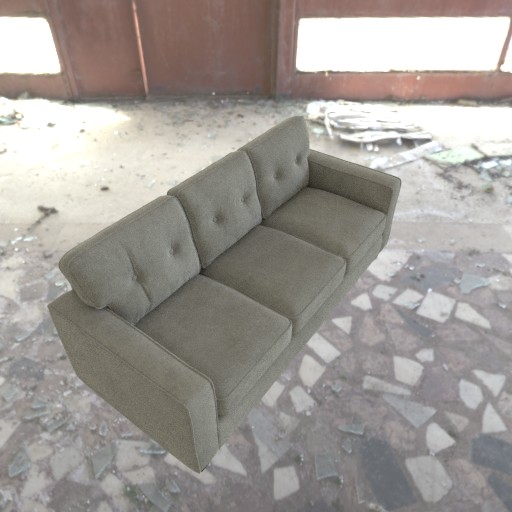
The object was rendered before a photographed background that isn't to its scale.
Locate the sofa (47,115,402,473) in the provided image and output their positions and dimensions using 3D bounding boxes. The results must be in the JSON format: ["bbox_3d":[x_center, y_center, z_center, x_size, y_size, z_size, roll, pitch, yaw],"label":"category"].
[{"bbox_3d":[0.000,0.000,2.640,0.939,0.965,2.133,25,46,27],"label":"sofa"}]
